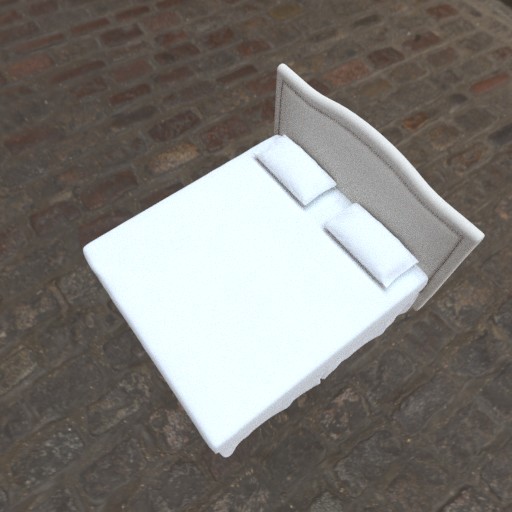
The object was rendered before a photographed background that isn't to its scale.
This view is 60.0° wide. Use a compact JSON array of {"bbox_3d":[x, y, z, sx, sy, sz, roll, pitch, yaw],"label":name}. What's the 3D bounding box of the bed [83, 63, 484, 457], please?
[{"bbox_3d":[0.000,0.000,3.470,2.182,1.421,2.083,-34,67,-17],"label":"bed"}]
